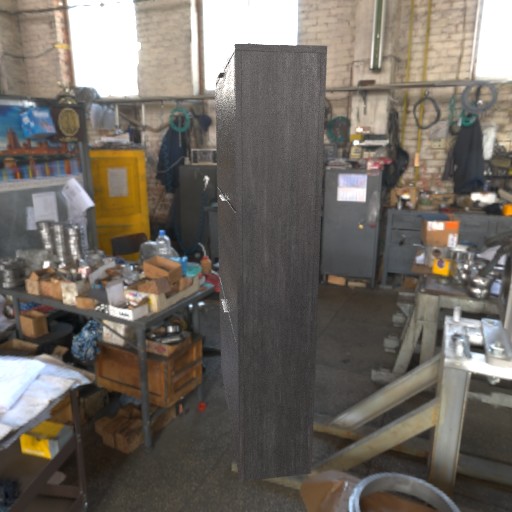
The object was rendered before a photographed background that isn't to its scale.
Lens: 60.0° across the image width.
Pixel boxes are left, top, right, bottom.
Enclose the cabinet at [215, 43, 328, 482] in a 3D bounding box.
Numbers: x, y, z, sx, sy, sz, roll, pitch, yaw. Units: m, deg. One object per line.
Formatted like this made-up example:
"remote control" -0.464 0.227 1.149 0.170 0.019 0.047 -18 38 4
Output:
"cabinet" 0.000 0.000 1.620 0.250 1.280 0.750 -2 15 -9
